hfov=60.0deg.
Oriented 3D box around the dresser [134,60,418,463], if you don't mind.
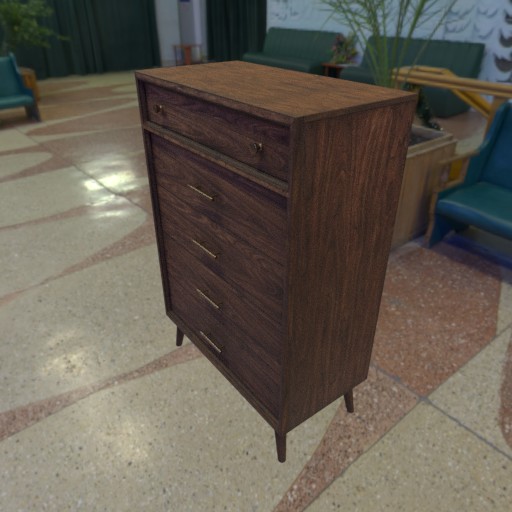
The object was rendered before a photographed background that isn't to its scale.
[{"bbox_3d":[0.000,0.000,1.834,0.498,1.365,0.919,-21,37,-31],"label":"dresser"}]
